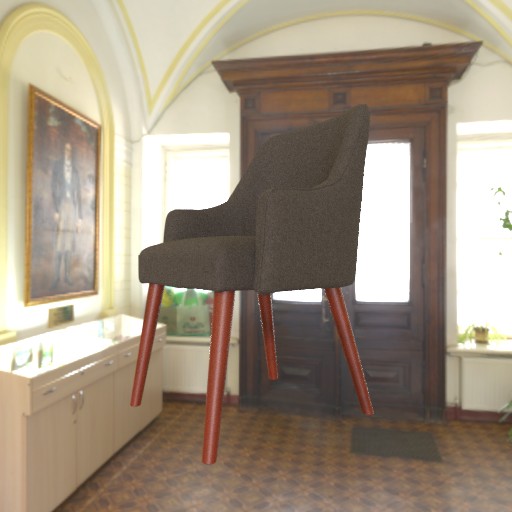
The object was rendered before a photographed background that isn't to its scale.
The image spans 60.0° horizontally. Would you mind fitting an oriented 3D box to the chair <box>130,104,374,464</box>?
[{"bbox_3d":[0.000,0.000,1.228,0.560,0.838,0.559,0,0,-35],"label":"chair"}]
